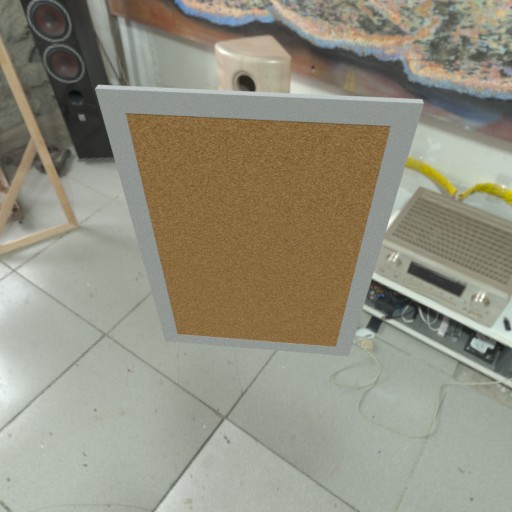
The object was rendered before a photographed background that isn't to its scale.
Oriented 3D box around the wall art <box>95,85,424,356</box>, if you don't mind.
[{"bbox_3d":[0.000,0.000,0.854,0.454,0.659,0.011,4,47,4],"label":"wall art"}]
